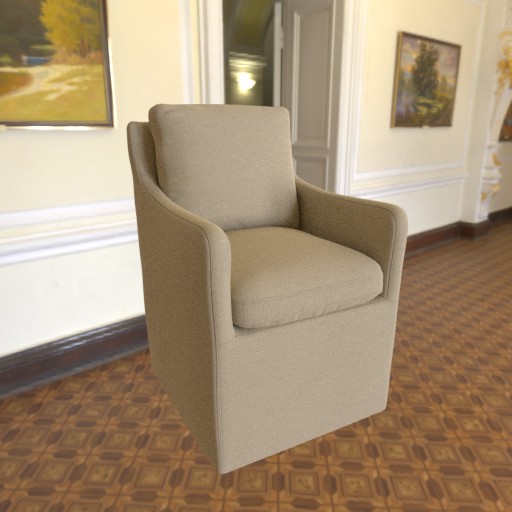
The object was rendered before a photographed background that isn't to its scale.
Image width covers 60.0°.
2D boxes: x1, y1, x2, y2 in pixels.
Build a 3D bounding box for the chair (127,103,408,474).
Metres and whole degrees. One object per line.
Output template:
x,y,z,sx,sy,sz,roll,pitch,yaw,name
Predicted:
0.000,0.000,1.386,0.626,0.914,0.694,-9,18,-27,chair
